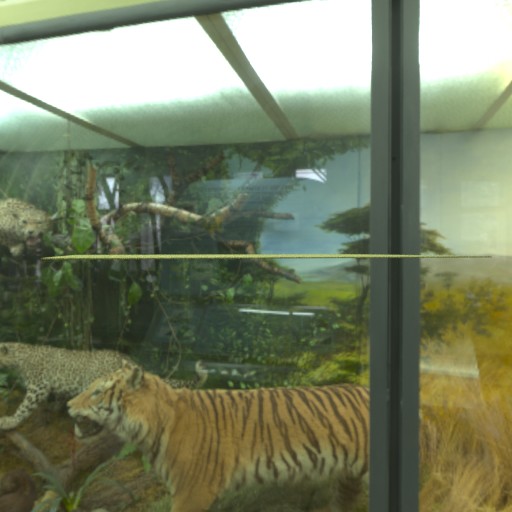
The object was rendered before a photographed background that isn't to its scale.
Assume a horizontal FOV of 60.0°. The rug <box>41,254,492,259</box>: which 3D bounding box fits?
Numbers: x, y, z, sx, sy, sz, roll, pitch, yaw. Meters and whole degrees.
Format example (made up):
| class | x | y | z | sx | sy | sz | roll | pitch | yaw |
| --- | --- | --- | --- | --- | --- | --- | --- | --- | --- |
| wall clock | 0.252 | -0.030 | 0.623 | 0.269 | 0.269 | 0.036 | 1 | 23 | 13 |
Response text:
| class | x | y | z | sx | sy | sz | roll | pitch | yaw |
| --- | --- | --- | --- | --- | --- | --- | --- | --- | --- |
| rug | 0.000 | 0.000 | 2.858 | 2.297 | 0.007 | 1.529 | 0 | 1 | -17 |
